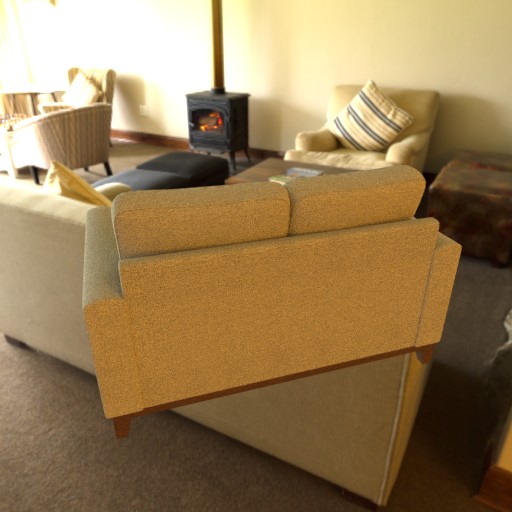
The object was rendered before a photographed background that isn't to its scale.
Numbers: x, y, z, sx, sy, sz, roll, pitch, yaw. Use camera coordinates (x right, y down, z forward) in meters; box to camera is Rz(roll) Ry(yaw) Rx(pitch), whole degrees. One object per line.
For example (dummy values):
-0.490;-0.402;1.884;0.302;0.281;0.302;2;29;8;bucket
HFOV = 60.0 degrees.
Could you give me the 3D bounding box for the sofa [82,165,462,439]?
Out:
0.000;0.000;2.002;1.420;0.873;0.917;-8;28;-16;sofa
